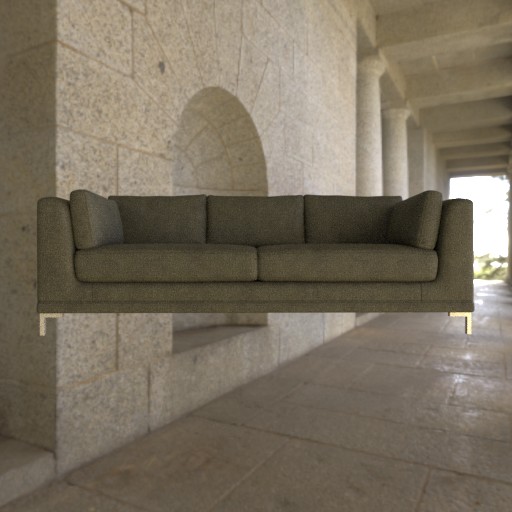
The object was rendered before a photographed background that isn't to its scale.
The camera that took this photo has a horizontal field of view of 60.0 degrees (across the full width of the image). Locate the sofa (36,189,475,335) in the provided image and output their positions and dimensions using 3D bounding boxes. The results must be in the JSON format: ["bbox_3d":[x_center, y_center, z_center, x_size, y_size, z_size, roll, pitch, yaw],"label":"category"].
[{"bbox_3d":[0.000,0.000,2.896,2.415,0.867,0.969,0,0,-1],"label":"sofa"}]
